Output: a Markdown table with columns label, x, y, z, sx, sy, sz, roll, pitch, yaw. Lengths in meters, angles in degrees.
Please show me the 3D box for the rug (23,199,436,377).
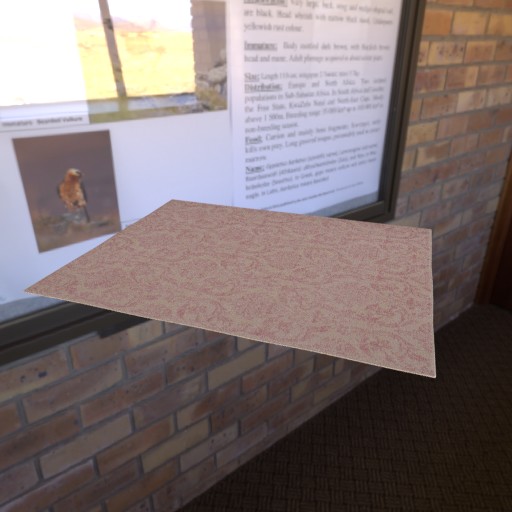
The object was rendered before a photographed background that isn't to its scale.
| label | x | y | z | sx | sy | sz | roll | pitch | yaw |
| --- | --- | --- | --- | --- | --- | --- | --- | --- | --- |
| rug | 0.000 | 0.000 | 3.970 | 2.980 | 0.012 | 2.363 | 8 | 27 | 17 |
